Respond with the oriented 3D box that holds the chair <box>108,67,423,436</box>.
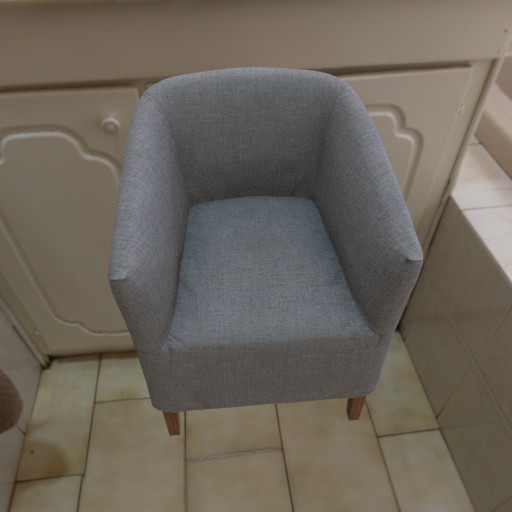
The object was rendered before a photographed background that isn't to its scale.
[{"bbox_3d":[0.000,0.000,1.223,0.600,0.771,0.668,-4,46,-3],"label":"chair"}]
